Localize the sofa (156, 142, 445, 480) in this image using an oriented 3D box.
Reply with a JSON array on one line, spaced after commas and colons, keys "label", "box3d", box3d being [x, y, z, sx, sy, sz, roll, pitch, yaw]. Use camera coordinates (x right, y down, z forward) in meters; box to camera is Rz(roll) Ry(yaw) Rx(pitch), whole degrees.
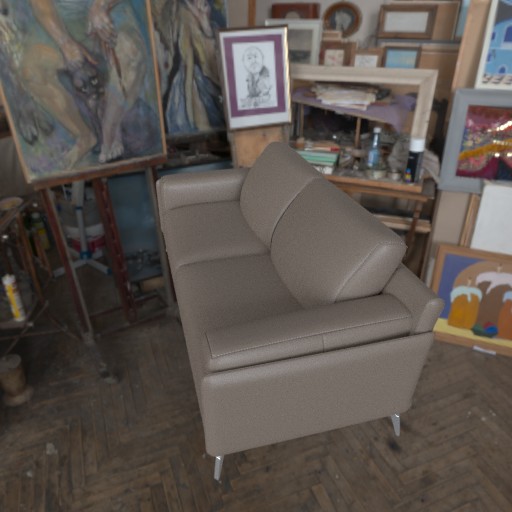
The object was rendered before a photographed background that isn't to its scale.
[{"label": "sofa", "box3d": [0.000, 0.000, 2.568, 1.049, 0.930, 2.101, -8, 31, -14]}]
